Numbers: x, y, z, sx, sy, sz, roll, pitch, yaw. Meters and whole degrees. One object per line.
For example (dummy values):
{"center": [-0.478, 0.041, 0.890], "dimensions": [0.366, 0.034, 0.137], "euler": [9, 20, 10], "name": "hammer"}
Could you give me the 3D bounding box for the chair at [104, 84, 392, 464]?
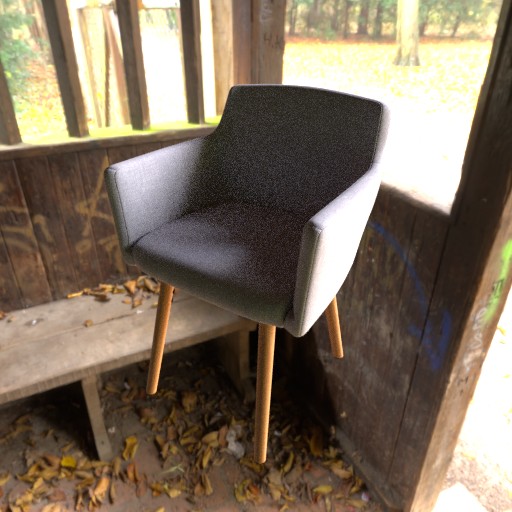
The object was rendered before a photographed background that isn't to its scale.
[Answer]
{"center": [0.000, 0.000, 1.161], "dimensions": [0.570, 0.780, 0.540], "euler": [19, 35, 29], "name": "chair"}
